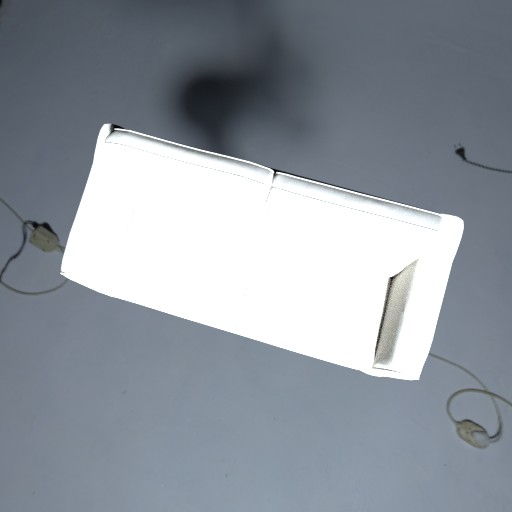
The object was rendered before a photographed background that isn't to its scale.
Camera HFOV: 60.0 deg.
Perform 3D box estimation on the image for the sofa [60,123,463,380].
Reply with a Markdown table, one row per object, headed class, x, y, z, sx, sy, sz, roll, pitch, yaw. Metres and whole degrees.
| class | x | y | z | sx | sy | sz | roll | pitch | yaw |
| --- | --- | --- | --- | --- | --- | --- | --- | --- | --- |
| sofa | 0.000 | 0.000 | 2.807 | 2.270 | 0.965 | 0.980 | 16 | 76 | 4 |
